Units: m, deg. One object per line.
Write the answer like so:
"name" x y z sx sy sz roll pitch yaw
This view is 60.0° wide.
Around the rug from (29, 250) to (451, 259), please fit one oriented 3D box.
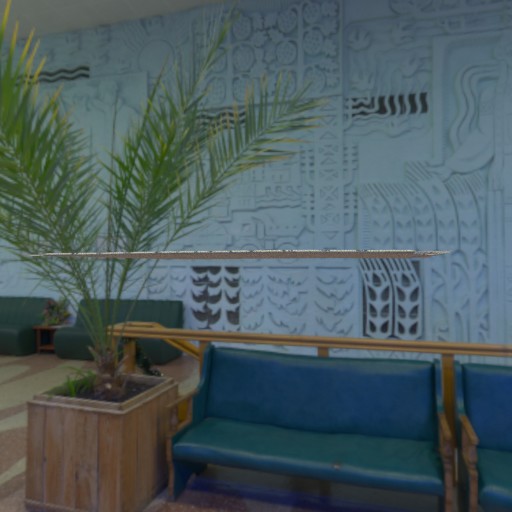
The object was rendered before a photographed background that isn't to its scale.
"rug" 0.000 0.000 4.237 3.213 0.030 2.388 0 -1 18
